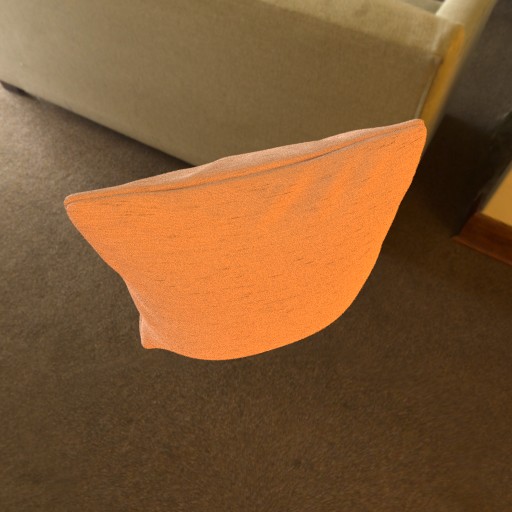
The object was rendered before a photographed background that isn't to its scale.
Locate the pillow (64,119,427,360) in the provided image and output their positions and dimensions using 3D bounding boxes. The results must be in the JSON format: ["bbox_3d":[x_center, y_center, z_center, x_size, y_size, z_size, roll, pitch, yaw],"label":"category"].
[{"bbox_3d":[0.000,0.000,0.670,0.432,0.415,0.246,-14,59,-9],"label":"pillow"}]
